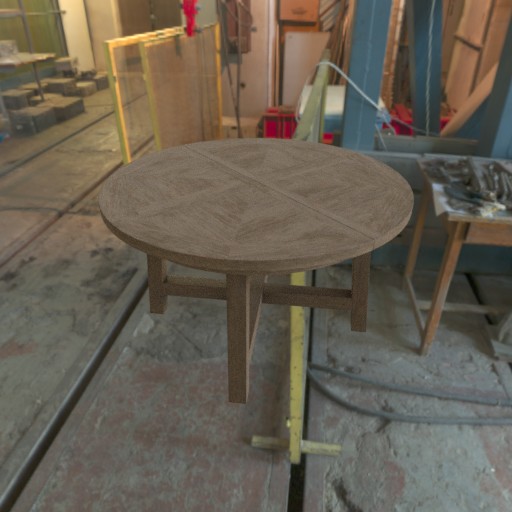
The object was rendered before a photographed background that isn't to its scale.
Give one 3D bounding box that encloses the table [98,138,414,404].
[{"bbox_3d":[0.000,0.000,2.133,1.319,0.762,1.319,0,31,0],"label":"table"}]
